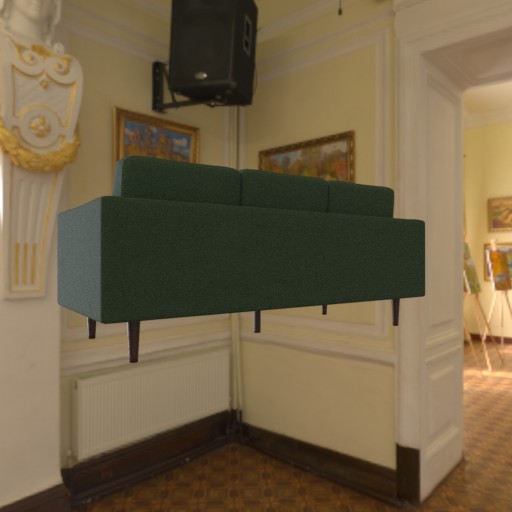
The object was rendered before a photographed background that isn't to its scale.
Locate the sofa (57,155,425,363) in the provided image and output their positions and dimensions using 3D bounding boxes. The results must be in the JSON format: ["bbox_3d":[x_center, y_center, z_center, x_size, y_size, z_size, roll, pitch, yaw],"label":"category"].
[{"bbox_3d":[0.000,0.000,2.609,2.029,0.899,0.879,0,0,-35],"label":"sofa"}]
